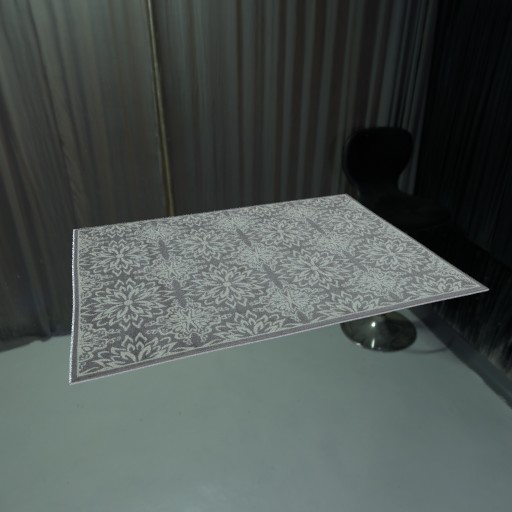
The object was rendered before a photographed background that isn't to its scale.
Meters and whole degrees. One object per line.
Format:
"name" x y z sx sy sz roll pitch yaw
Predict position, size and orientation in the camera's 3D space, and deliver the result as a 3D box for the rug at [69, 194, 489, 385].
"rug" 0.000 0.000 2.835 2.213 0.014 1.608 -9 30 -17
